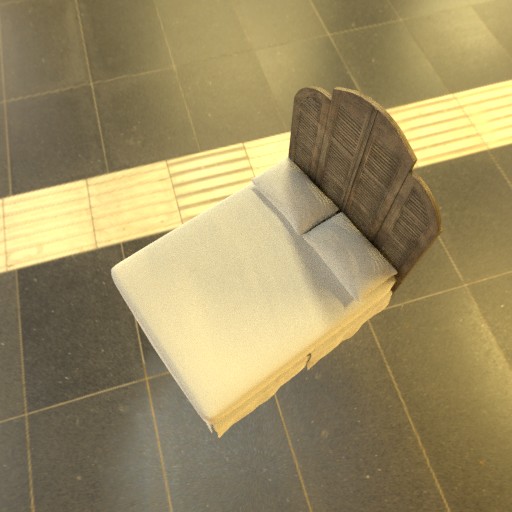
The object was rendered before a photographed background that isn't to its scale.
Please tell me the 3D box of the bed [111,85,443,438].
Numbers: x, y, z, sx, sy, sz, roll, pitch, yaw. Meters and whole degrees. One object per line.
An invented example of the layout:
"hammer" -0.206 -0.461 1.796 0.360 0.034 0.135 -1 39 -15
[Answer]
"bed" 0.000 0.000 3.559 2.138 2.019 1.713 -33 69 -15
